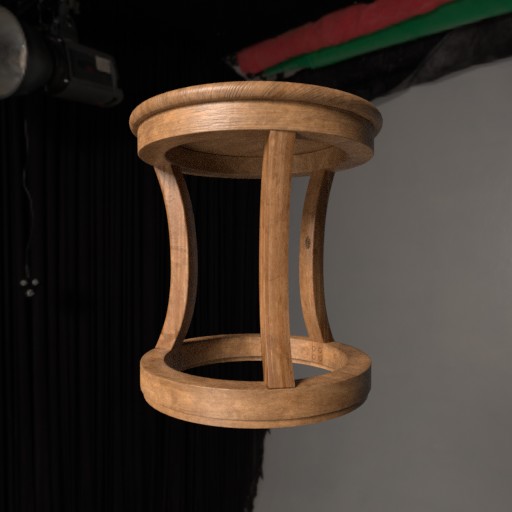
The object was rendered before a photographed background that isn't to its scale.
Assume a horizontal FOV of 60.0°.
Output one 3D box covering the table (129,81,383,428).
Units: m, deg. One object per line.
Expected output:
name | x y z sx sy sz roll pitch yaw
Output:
table | 0.000 0.000 0.788 0.432 0.460 0.432 0 1 0
